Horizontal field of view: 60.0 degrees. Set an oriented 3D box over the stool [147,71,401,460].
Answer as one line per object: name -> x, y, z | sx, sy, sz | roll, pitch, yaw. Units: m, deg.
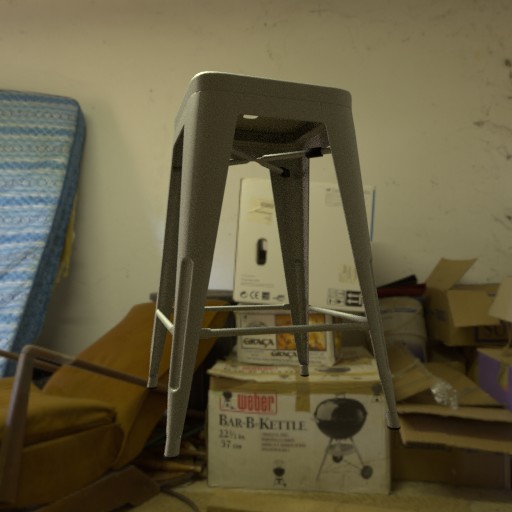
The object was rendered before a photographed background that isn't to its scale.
stool -> 0.000, 0.000, 0.905 | 0.406, 0.610, 0.406 | 0, -1, -18
